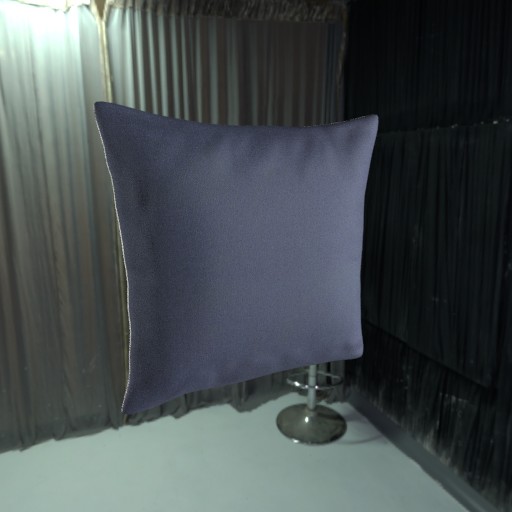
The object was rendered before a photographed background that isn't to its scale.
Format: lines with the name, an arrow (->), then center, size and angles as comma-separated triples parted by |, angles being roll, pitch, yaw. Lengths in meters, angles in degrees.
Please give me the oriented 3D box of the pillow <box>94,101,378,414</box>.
pillow -> 0.000, 0.000, 0.804 | 0.520, 0.508, 0.166 | -6, 14, -25
